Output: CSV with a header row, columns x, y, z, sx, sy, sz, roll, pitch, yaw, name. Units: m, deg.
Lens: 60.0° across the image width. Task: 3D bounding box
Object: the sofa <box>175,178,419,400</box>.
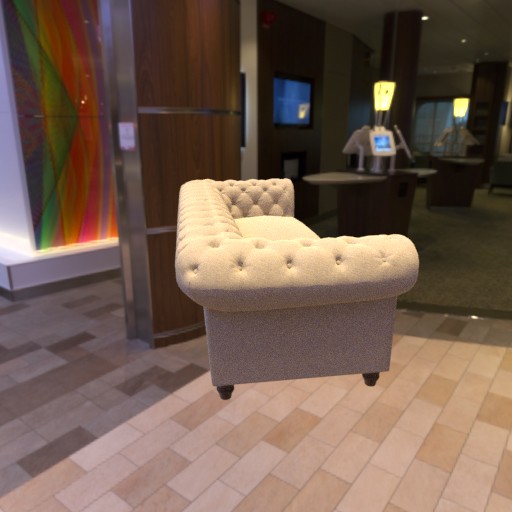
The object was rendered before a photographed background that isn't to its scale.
x,y,z,sx,sy,sz,roll,pitch,yaw,name
0.000,0.000,3.156,1.076,0.847,2.694,-3,16,-9,sofa
